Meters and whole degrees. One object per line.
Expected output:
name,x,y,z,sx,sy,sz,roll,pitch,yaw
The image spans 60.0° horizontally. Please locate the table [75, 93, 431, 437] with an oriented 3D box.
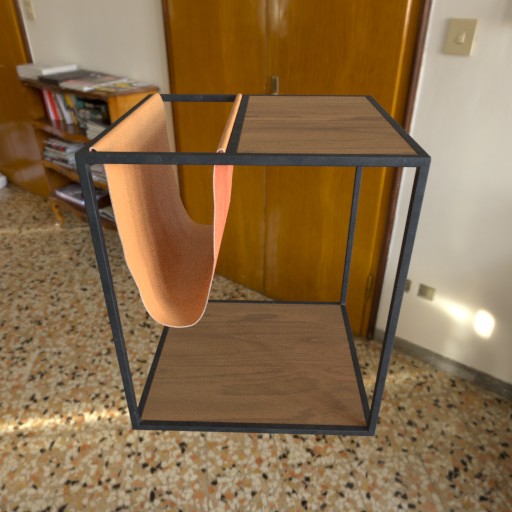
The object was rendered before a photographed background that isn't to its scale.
table,0.000,0.000,0.862,0.450,0.536,0.399,1,30,2
